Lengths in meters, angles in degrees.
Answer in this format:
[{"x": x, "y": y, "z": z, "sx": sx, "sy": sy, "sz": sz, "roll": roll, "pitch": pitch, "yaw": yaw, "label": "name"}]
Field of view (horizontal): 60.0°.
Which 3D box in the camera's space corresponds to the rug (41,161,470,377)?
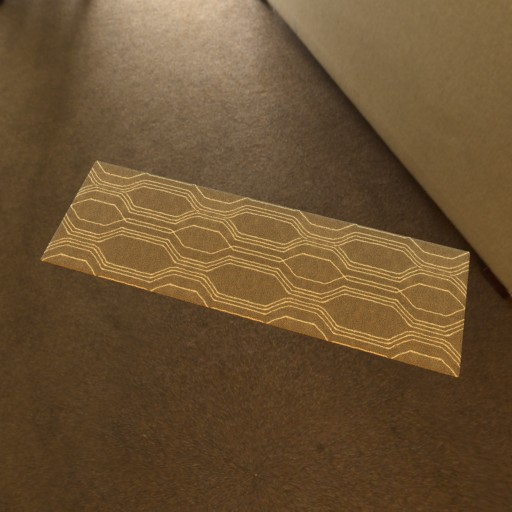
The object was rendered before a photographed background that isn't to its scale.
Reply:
[{"x": 0.000, "y": 0.000, "z": 2.662, "sx": 2.464, "sy": 0.012, "sz": 0.773, "roll": 15, "pitch": 65, "yaw": 7, "label": "rug"}]
